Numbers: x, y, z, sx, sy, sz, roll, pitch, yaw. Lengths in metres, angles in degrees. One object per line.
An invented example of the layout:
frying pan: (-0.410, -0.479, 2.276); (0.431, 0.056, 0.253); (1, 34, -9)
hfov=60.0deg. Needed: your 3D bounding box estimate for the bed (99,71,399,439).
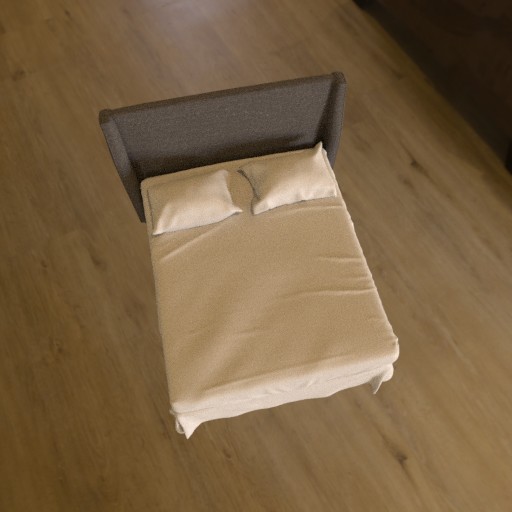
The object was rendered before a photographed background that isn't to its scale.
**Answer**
bed: (0.000, 0.000, 3.480); (1.925, 1.332, 2.276); (-11, 64, -6)
